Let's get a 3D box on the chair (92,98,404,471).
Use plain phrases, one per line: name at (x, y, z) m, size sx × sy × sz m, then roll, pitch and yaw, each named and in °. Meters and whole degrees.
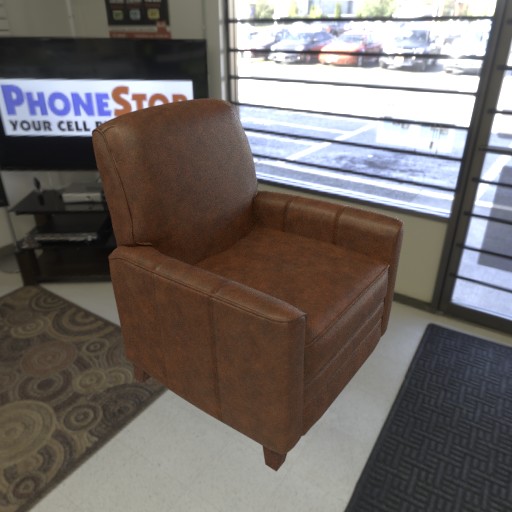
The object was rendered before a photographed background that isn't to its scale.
chair at (0.000, 0.000, 1.630) m, size 0.850 × 1.010 × 0.839 m, roll 19°, pitch 33°, yaw 32°
